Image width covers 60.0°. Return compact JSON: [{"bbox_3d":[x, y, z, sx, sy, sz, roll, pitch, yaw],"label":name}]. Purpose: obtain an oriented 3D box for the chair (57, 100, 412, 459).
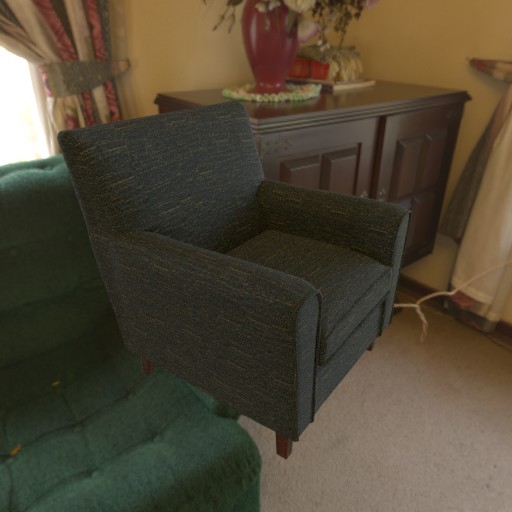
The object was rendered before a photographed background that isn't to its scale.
[{"bbox_3d":[0.000,0.000,1.613,0.873,0.928,0.864,18,32,32],"label":"chair"}]
